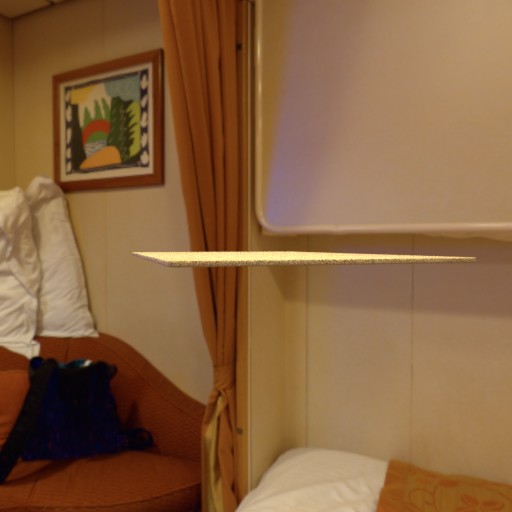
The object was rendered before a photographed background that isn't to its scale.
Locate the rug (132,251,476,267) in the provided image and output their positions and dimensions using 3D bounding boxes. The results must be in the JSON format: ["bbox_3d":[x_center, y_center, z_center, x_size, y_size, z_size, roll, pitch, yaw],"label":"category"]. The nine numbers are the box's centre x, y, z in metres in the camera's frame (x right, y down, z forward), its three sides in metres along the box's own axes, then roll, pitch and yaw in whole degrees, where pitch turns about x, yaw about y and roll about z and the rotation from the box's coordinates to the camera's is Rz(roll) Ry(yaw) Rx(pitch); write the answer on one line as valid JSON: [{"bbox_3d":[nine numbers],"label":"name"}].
[{"bbox_3d":[0.000,0.000,3.013,1.500,0.025,2.349,0,1,-19],"label":"rug"}]
